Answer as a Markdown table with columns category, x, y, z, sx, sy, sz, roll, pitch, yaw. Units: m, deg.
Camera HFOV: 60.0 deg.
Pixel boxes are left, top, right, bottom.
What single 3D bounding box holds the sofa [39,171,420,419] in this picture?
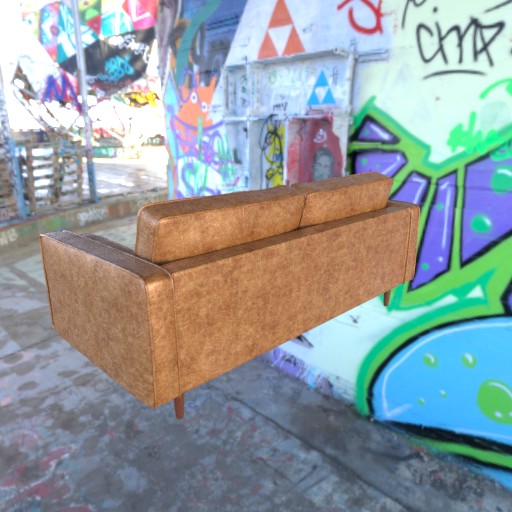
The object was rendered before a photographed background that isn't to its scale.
| category | x | y | z | sx | sy | sz | roll | pitch | yaw |
| --- | --- | --- | --- | --- | --- | --- | --- | --- | --- |
| sofa | 0.000 | 0.000 | 2.390 | 1.920 | 0.825 | 0.924 | -16 | 23 | -42 |
